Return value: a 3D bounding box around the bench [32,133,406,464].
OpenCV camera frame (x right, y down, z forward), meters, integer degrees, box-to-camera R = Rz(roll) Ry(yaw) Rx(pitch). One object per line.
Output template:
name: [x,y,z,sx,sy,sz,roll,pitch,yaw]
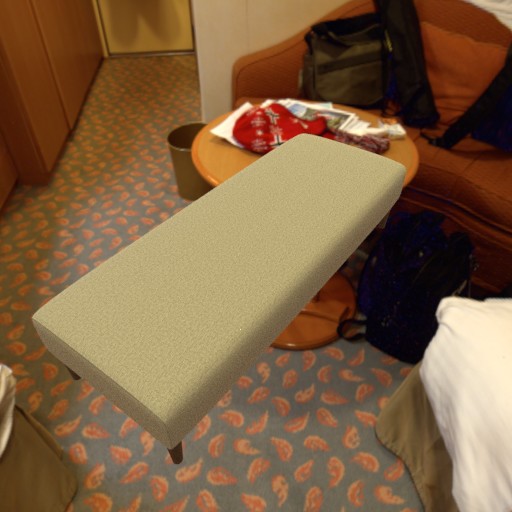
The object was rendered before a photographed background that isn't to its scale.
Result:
bench: [0.000,0.000,1.834,0.631,0.383,1.598,26,47,27]
